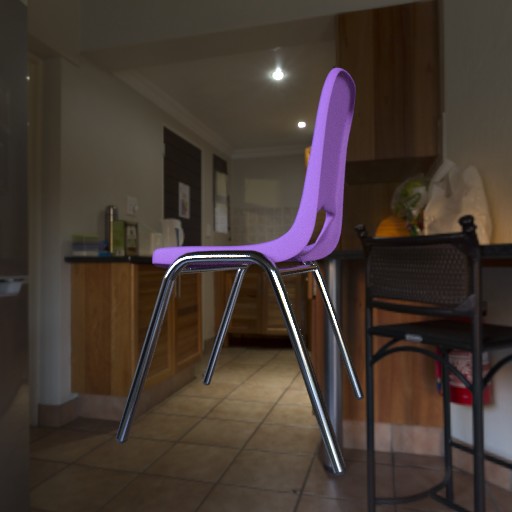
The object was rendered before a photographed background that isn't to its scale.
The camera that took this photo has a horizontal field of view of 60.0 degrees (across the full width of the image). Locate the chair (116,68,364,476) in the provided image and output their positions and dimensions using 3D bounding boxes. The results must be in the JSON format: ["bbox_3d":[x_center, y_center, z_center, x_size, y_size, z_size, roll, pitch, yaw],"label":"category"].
[{"bbox_3d":[0.000,0.000,0.675,0.301,0.493,0.291,0,0,18],"label":"chair"}]
